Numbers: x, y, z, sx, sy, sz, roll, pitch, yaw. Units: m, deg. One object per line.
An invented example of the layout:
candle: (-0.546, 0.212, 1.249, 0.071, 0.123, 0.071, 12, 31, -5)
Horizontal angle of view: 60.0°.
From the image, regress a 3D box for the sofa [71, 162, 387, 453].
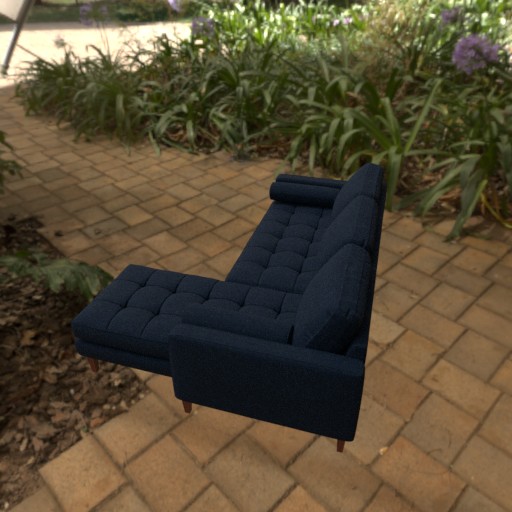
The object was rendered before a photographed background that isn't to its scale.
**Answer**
sofa: (0.000, 0.000, 3.036, 1.613, 0.841, 2.185, 9, 33, 14)
